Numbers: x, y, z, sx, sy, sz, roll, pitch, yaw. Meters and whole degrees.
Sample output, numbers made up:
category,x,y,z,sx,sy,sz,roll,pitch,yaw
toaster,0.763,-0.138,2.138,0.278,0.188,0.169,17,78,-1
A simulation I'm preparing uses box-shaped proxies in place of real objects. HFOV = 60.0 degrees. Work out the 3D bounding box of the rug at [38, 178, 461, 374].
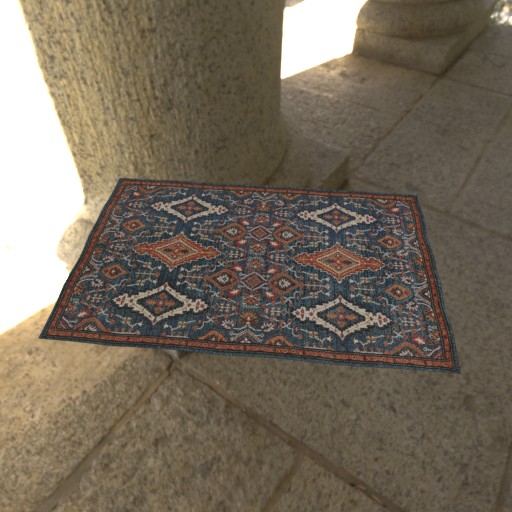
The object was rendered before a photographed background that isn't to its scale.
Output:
category,x,y,z,sx,sy,sz,roll,pitch,yaw
rug,0.000,0.000,4.216,3.371,0.008,2.190,4,47,4
